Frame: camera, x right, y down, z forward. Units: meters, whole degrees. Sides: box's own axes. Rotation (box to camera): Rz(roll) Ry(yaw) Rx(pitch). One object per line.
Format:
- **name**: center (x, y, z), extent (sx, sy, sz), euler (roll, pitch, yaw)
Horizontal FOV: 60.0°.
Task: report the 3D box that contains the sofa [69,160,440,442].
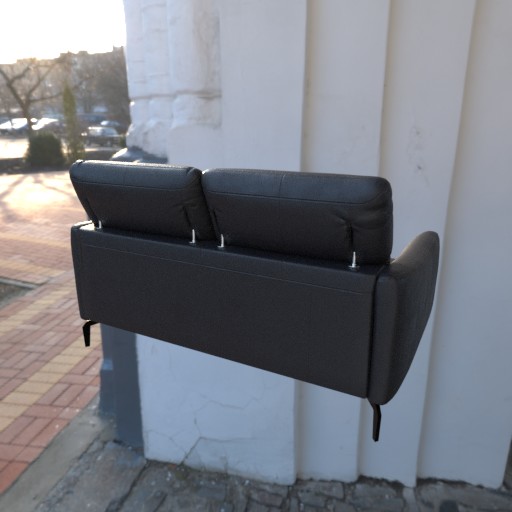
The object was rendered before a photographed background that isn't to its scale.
- **sofa**: center (0.000, 0.000, 2.145), extent (1.596, 0.920, 0.958), euler (9, 19, 27)
